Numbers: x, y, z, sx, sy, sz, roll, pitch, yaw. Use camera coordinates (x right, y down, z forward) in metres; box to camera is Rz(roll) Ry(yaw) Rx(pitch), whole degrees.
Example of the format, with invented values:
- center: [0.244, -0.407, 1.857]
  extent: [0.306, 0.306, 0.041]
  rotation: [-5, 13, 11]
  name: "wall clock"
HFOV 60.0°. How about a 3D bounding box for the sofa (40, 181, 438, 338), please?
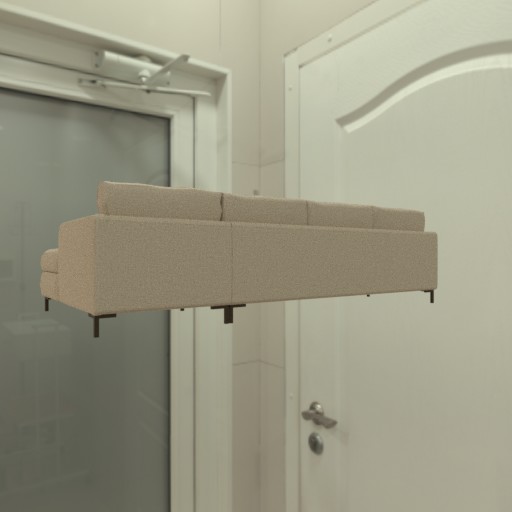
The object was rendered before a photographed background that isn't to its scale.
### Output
- center: [0.000, 0.000, 3.282]
  extent: [2.731, 0.755, 1.258]
  rotation: [0, 0, -35]
  name: "sofa"
